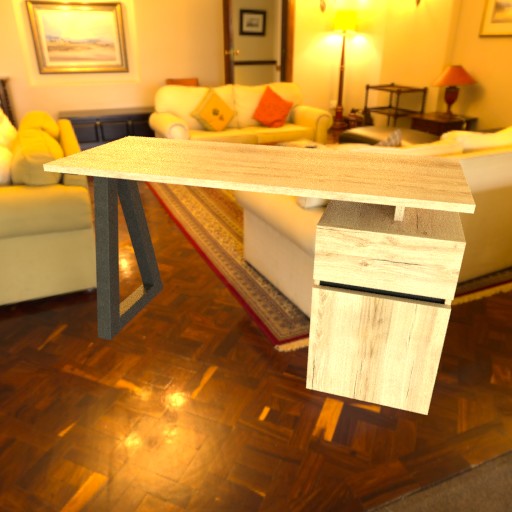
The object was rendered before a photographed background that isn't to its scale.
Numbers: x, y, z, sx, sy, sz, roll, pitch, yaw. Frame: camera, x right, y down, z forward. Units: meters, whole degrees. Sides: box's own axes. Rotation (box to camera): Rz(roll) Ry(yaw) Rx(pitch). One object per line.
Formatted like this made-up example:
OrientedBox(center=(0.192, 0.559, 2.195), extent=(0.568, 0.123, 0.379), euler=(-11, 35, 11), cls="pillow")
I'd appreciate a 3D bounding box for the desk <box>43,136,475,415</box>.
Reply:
OrientedBox(center=(0.000, 0.000, 1.768), extent=(1.400, 0.760, 0.550), euler=(8, 27, 16), cls="desk")
